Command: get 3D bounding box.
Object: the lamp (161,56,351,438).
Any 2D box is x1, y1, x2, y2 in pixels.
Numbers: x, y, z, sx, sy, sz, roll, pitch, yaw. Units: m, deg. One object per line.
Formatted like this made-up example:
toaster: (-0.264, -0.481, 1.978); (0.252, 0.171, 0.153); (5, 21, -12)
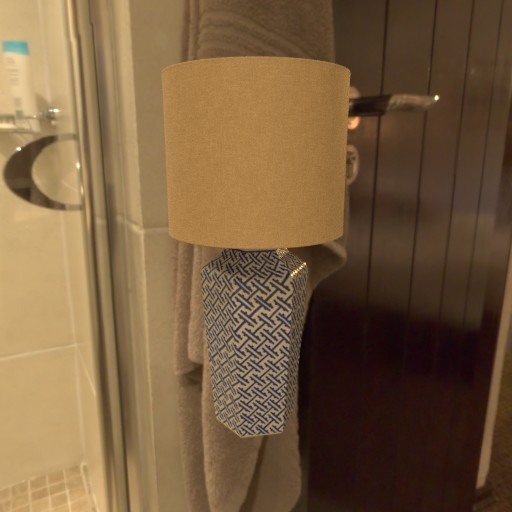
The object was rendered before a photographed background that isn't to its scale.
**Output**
lamp: (0.000, 0.000, 0.840); (0.320, 0.682, 0.320); (6, 15, 24)
